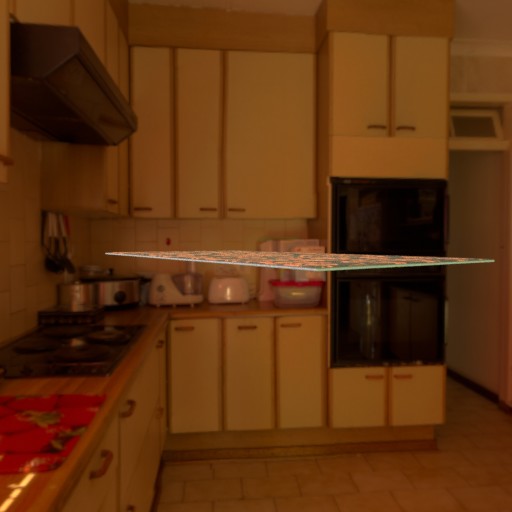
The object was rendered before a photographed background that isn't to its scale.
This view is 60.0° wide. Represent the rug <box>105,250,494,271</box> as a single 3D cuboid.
[{"bbox_3d":[0.000,0.000,1.434,0.604,0.007,1.219,-1,2,-35],"label":"rug"}]
